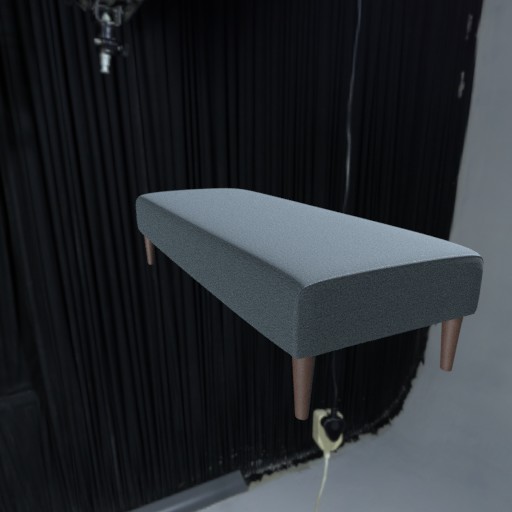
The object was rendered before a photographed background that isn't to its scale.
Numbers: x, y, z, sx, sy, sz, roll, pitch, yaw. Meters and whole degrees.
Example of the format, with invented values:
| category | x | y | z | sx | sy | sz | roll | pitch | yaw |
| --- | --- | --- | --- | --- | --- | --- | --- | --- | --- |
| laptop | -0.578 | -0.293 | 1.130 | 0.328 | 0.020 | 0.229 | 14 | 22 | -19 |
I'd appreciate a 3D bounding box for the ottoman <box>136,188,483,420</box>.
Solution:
| category | x | y | z | sx | sy | sz | roll | pitch | yaw |
| --- | --- | --- | --- | --- | --- | --- | --- | --- | --- |
| ottoman | 0.000 | 0.000 | 1.813 | 0.646 | 0.393 | 1.609 | -8 | 17 | -26 |
